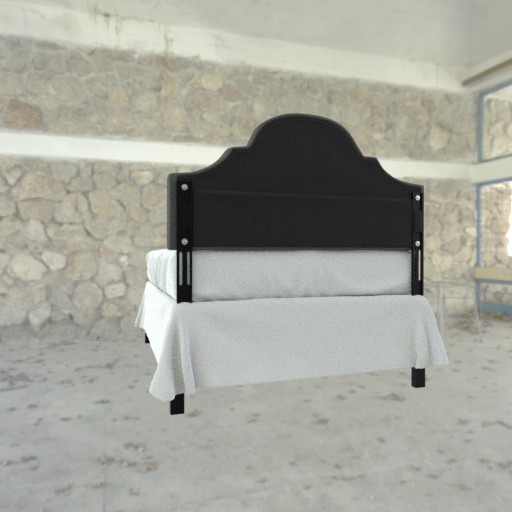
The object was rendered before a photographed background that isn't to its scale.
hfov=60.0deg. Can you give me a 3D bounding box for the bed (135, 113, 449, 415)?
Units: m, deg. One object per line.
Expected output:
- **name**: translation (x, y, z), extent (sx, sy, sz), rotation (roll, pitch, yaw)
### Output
- **bed**: translation (0.000, 0.000, 3.449), extent (1.780, 1.634, 2.222), rotation (0, 0, -18)
